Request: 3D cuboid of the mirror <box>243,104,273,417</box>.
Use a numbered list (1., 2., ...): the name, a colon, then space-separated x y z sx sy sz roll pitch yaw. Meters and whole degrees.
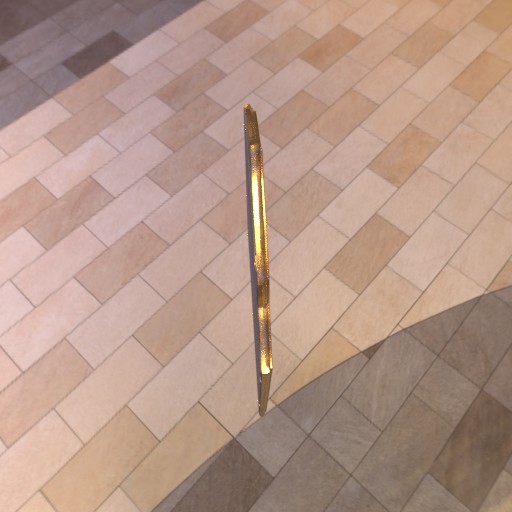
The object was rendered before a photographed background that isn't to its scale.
1. mirror: 0.000 0.000 0.858 0.018 0.635 0.513 -3 63 -2
